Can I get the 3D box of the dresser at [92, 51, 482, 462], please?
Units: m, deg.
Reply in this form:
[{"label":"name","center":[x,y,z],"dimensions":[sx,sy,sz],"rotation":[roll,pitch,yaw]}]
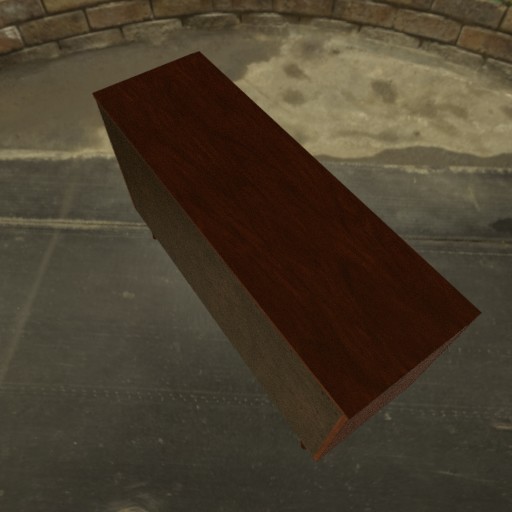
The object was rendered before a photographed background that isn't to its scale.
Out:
[{"label":"dresser","center":[0.000,0.000,1.826],"dimensions":[0.500,0.889,1.472],"rotation":[-31,62,-18]}]
